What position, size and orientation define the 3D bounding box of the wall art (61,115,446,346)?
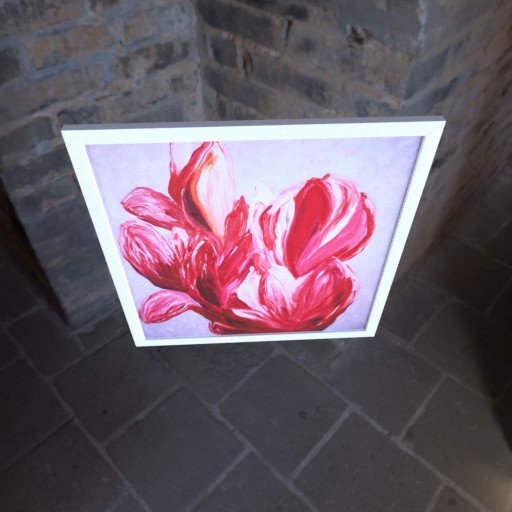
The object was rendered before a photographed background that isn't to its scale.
[{"bbox_3d":[0.000,0.000,1.006,0.664,0.661,0.020,-2,46,-2],"label":"wall art"}]
